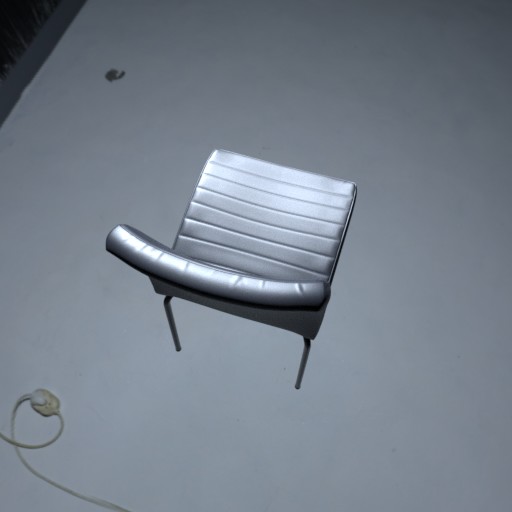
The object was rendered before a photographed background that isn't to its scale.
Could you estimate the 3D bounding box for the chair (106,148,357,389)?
[{"bbox_3d":[0.000,0.000,1.185,0.450,0.872,0.572,16,65,7],"label":"chair"}]
